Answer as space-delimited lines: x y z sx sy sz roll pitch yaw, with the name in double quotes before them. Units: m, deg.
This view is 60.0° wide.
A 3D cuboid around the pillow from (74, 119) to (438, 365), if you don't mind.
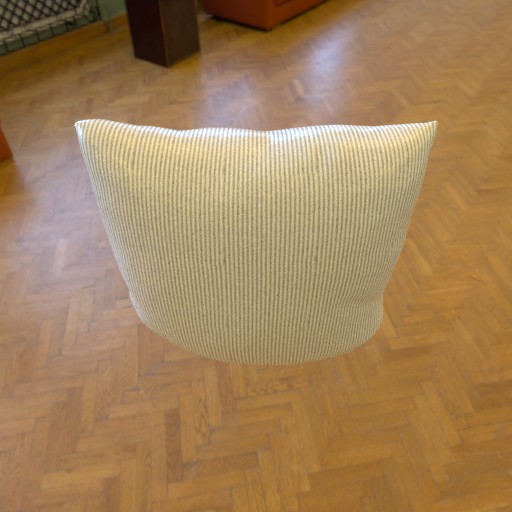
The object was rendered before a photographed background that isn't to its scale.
"pillow" 0.000 0.000 0.675 0.387 0.432 0.310 26 51 23
